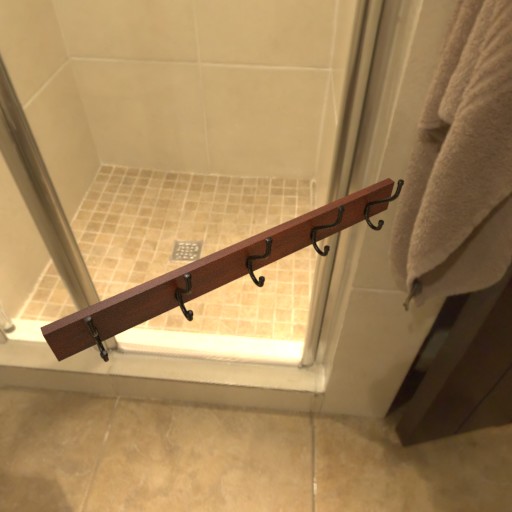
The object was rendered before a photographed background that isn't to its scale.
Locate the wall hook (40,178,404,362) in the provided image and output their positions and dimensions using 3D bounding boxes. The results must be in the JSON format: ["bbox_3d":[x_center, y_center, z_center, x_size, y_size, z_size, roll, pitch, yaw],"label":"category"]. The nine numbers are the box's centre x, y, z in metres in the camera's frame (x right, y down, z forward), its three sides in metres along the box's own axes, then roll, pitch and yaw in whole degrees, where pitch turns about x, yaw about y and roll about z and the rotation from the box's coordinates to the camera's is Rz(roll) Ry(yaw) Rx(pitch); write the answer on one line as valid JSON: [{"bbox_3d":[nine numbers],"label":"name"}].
[{"bbox_3d":[0.000,0.000,0.621,0.571,0.117,0.071,-24,51,-22],"label":"wall hook"}]
